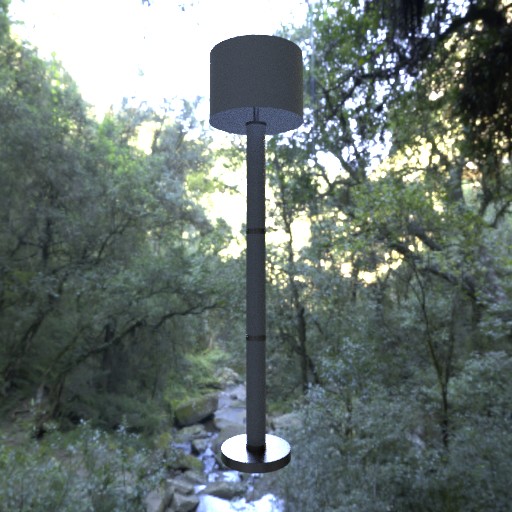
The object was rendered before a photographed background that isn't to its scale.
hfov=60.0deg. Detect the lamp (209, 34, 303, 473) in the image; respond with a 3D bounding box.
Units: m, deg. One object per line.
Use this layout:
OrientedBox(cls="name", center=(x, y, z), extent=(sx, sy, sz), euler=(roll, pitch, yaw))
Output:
OrientedBox(cls="lamp", center=(0.000, 0.000, 1.769), extent=(0.377, 1.599, 0.377), euler=(0, 0, 17))
